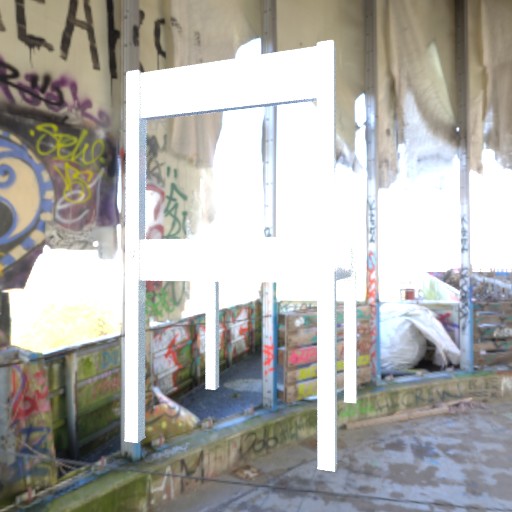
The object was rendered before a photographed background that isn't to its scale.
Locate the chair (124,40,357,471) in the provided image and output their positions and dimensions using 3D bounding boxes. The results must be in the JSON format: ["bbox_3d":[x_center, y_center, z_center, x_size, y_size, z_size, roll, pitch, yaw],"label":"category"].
[{"bbox_3d":[0.000,0.000,0.695,0.285,0.505,0.285,0,-1,18],"label":"chair"}]
